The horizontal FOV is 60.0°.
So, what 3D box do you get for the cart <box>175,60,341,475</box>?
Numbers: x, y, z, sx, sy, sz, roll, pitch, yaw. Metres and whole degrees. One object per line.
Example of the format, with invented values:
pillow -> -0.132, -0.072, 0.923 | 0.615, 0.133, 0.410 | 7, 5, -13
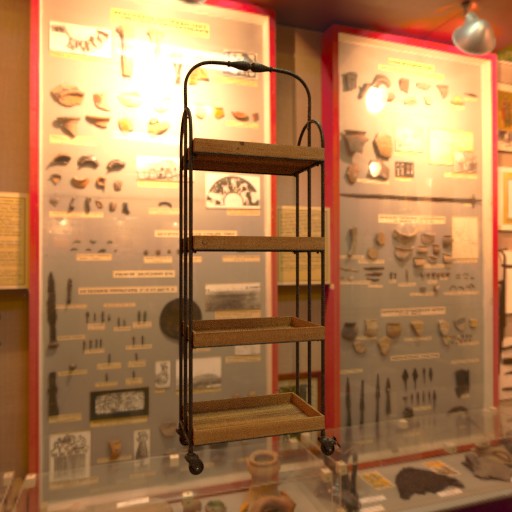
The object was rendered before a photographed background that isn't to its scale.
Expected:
cart -> 0.000, 0.000, 1.698 | 0.581, 1.481, 0.308 | 0, 0, -17
